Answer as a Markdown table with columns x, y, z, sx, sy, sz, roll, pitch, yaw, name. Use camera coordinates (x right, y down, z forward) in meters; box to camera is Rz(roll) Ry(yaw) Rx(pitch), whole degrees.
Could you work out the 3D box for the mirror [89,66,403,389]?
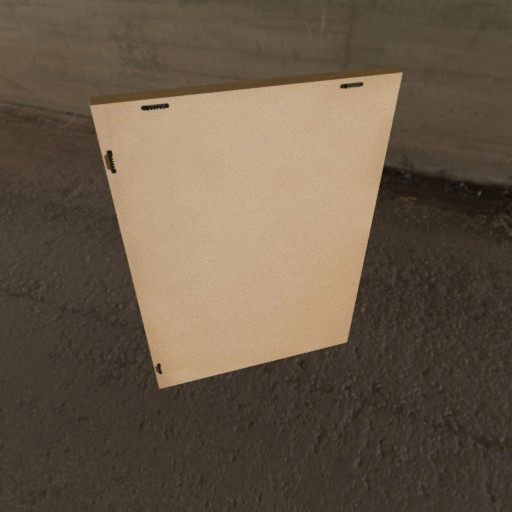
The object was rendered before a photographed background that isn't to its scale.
| x | y | z | sx | sy | sz | roll | pitch | yaw | name |
| --- | --- | --- | --- | --- | --- | --- | --- | --- | --- |
| 0.000 | 0.000 | 0.930 | 0.507 | 0.710 | 0.040 | -11 | 41 | -13 | mirror |
